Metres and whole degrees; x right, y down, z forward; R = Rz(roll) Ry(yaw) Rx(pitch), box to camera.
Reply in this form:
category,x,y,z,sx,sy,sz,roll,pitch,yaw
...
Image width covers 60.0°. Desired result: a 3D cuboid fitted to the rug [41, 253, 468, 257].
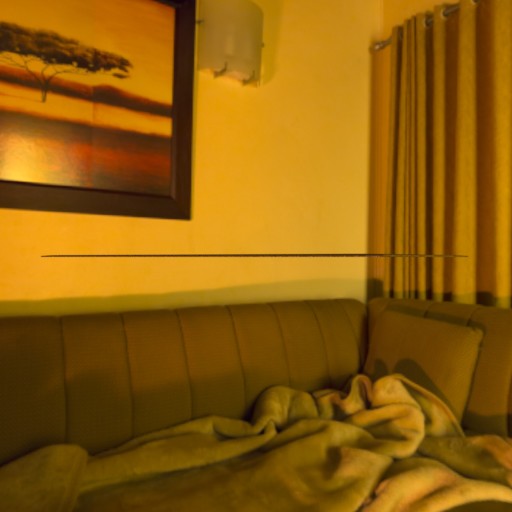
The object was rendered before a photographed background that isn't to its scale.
category,x,y,z,sx,sy,sz,roll,pitch,yaw
rug,0.000,0.000,2.830,2.214,0.013,1.609,0,0,35
